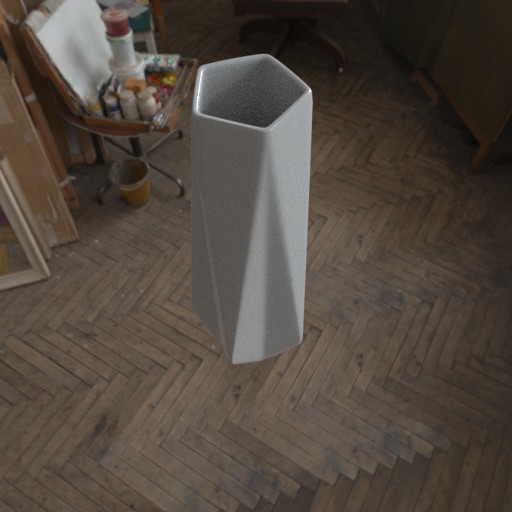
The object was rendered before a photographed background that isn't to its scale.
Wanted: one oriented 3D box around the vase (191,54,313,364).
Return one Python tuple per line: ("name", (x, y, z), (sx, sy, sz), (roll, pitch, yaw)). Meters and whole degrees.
("vase", (0.000, 0.000, 0.381), (0.116, 0.329, 0.122), (32, 63, 19))
